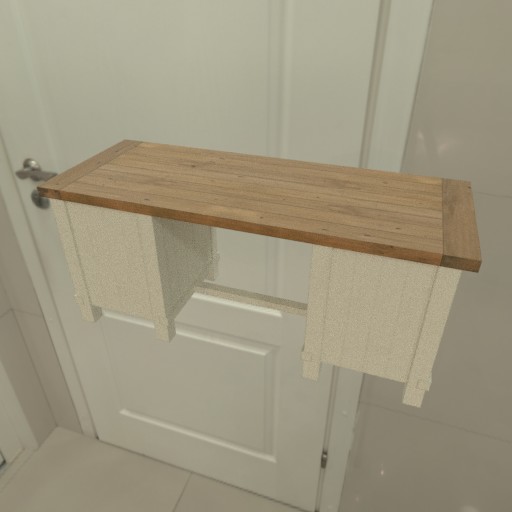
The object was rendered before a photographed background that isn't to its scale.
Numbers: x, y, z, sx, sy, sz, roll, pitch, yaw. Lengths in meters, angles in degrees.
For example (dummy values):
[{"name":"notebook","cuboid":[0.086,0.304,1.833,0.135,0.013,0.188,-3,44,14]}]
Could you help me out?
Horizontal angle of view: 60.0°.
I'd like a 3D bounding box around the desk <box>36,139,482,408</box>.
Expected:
[{"name":"desk","cuboid":[0.000,0.000,2.176,1.803,0.760,0.688,11,34,16]}]
